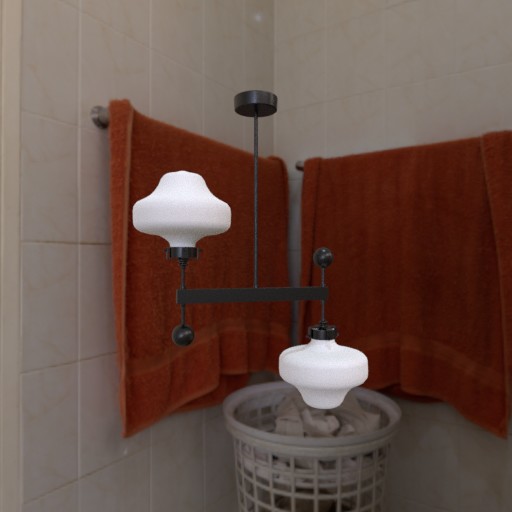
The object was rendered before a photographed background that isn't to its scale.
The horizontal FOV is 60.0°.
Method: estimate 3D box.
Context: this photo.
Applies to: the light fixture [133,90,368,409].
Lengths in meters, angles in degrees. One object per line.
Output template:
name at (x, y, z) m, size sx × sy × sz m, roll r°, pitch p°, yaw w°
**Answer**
light fixture at (0.000, 0.000, 1.041) m, size 0.422 × 0.743 × 0.489 m, roll 0°, pitch -1°, yaw 36°
